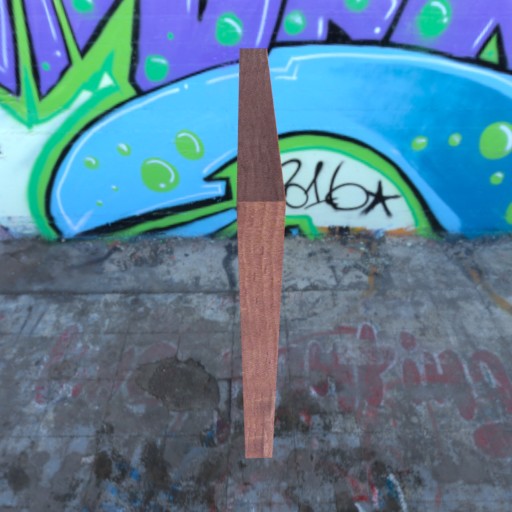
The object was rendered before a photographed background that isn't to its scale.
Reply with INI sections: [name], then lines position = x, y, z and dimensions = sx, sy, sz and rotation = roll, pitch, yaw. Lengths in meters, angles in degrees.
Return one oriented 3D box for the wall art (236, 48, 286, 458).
[wall art]
position = 0.000, 0.000, 0.635
dimensions = 0.039, 0.449, 0.377
rotation = -1, 42, -1
